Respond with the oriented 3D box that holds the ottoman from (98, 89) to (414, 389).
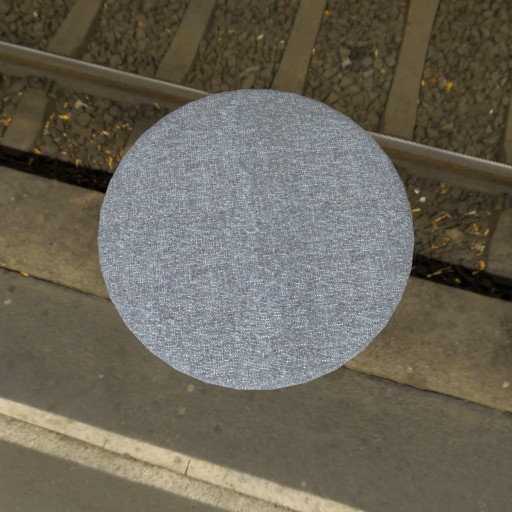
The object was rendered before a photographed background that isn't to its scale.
[{"bbox_3d":[0.000,0.000,0.876,0.500,0.419,0.500,0,74,0],"label":"ottoman"}]
